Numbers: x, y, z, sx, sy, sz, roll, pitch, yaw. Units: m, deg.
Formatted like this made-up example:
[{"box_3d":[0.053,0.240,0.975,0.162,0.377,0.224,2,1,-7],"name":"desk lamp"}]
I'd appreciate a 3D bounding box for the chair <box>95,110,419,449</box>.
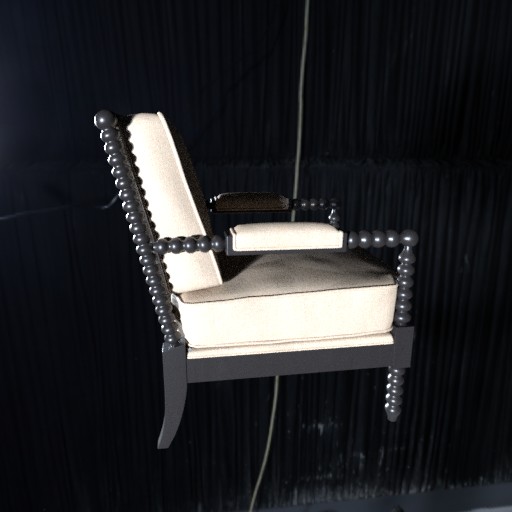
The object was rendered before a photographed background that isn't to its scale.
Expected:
[{"box_3d":[0.000,0.000,1.156,0.657,0.703,0.555,-2,15,-9],"name":"chair"}]
